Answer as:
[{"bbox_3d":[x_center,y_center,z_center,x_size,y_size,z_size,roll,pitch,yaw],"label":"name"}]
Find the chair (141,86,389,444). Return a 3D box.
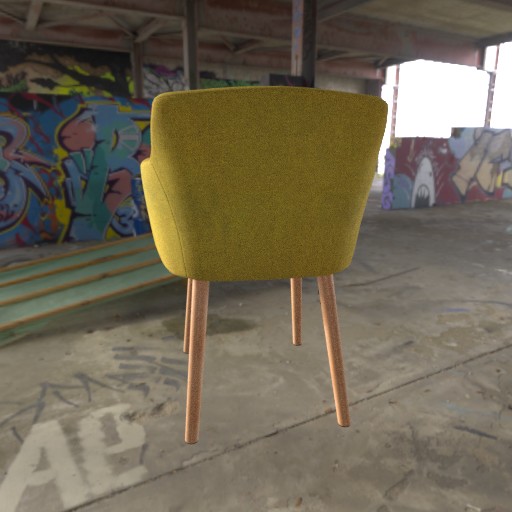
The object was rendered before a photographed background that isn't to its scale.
[{"bbox_3d":[0.000,0.000,1.164,0.570,0.780,0.570,-2,14,-9],"label":"chair"}]
